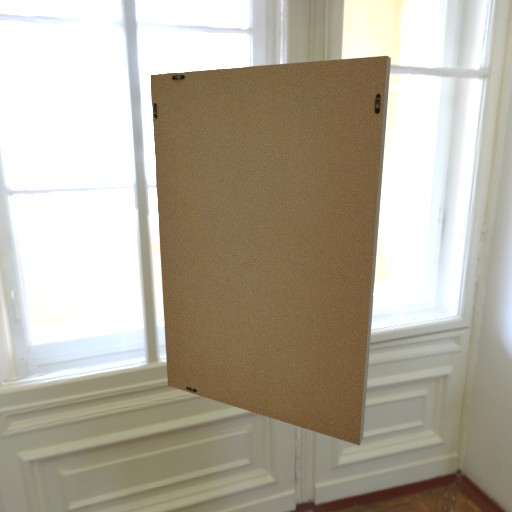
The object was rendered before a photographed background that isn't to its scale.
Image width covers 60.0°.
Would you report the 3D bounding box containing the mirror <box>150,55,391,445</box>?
[{"bbox_3d":[0.000,0.000,1.155,0.609,0.915,0.040,8,17,26],"label":"mirror"}]
